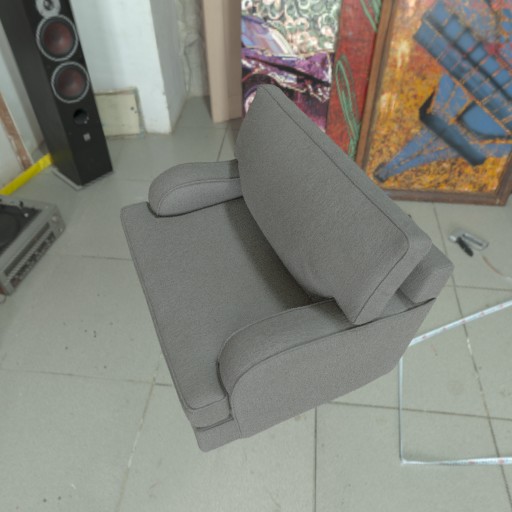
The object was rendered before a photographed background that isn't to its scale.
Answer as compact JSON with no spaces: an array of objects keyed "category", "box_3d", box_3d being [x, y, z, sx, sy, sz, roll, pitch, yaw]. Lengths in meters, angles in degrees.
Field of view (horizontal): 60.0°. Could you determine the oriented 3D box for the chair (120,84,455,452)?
[{"category":"chair","box_3d":[0.000,0.000,2.011,1.041,1.016,1.220,-17,49,-16]}]
